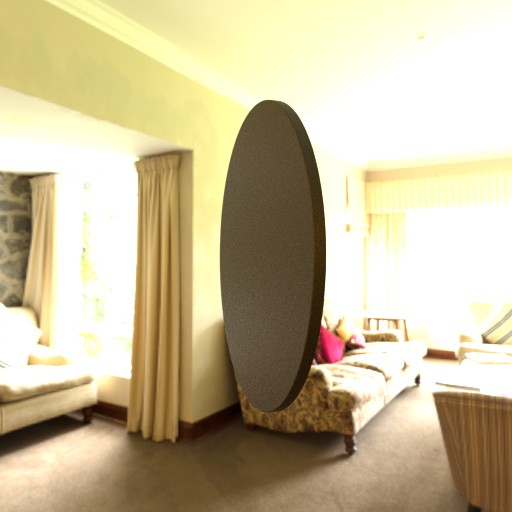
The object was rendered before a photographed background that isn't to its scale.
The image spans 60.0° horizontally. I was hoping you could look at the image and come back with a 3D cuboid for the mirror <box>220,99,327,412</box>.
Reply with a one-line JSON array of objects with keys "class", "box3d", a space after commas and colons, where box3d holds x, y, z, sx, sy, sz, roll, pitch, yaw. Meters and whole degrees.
[{"class": "mirror", "box3d": [0.000, 0.000, 1.614, 0.036, 1.077, 1.077, 0, -1, -17]}]
